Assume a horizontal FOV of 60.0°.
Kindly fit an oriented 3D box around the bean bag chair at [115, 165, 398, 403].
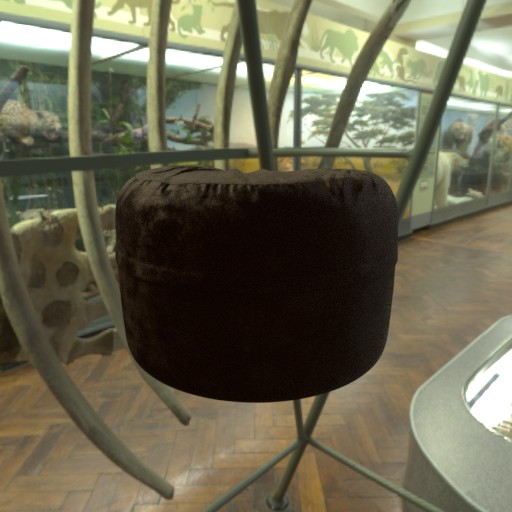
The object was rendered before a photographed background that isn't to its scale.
[{"bbox_3d":[0.000,0.000,1.515,0.918,0.616,0.918,0,14,0],"label":"bean bag chair"}]
